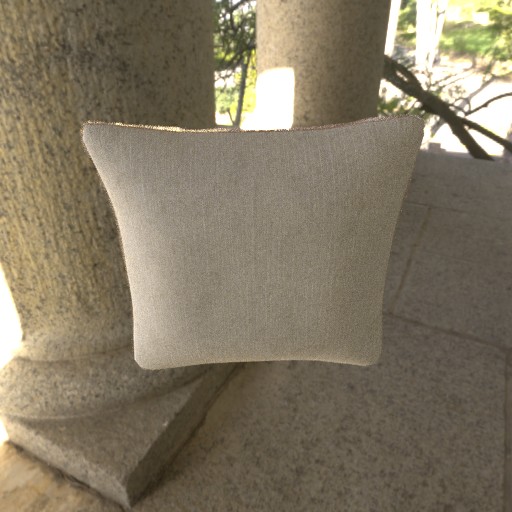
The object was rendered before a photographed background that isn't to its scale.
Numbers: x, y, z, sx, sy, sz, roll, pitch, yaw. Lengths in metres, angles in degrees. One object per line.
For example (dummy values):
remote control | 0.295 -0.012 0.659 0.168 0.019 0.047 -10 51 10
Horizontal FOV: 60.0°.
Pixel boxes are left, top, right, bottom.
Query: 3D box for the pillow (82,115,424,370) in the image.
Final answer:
pillow | 0.000 0.000 0.829 0.538 0.525 0.216 -2 31 -3
